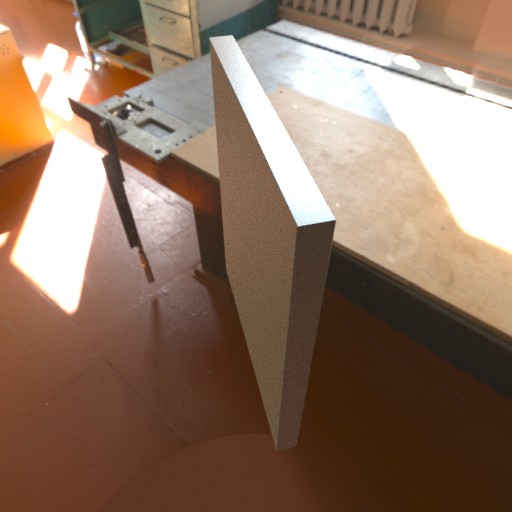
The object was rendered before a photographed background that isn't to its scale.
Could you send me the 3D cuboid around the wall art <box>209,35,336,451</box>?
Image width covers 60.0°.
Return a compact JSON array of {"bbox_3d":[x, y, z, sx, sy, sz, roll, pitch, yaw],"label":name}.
[{"bbox_3d":[0.000,0.000,0.751,0.038,0.549,0.452,-10,47,-10],"label":"wall art"}]
